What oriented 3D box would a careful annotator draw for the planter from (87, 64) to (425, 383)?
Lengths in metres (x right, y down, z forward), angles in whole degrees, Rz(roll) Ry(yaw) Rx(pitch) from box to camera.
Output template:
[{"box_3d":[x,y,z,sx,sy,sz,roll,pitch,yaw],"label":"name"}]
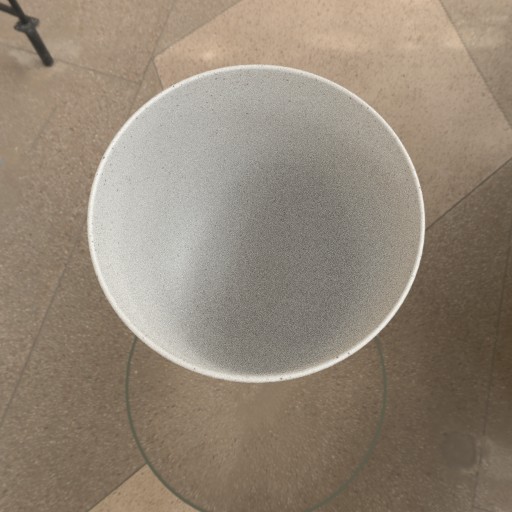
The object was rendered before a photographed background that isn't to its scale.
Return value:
[{"box_3d":[0.000,0.000,0.358,0.195,0.214,0.195,0,75,0],"label":"planter"}]
